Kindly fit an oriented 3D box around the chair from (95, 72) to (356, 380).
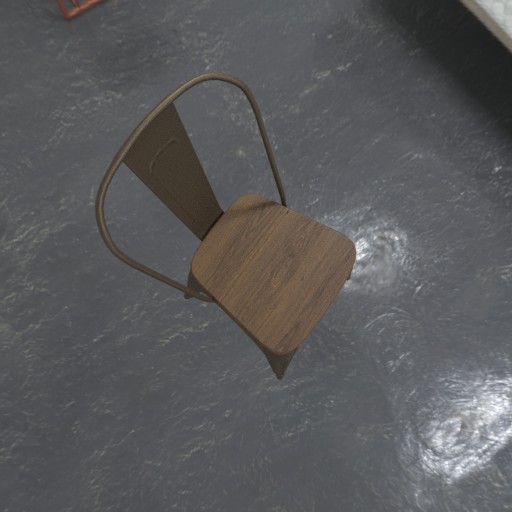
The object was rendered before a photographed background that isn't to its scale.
[{"bbox_3d":[0.000,0.000,1.196,0.532,0.844,0.451,35,78,8],"label":"chair"}]
